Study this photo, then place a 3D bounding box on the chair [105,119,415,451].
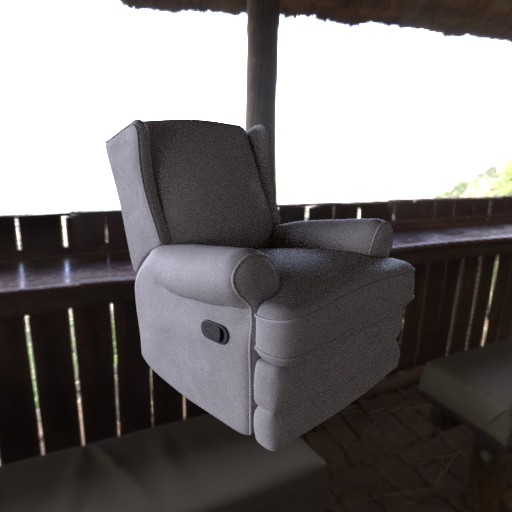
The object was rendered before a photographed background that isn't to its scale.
[{"bbox_3d":[0.000,0.000,1.670,0.847,1.011,0.969,-14,20,-43],"label":"chair"}]
